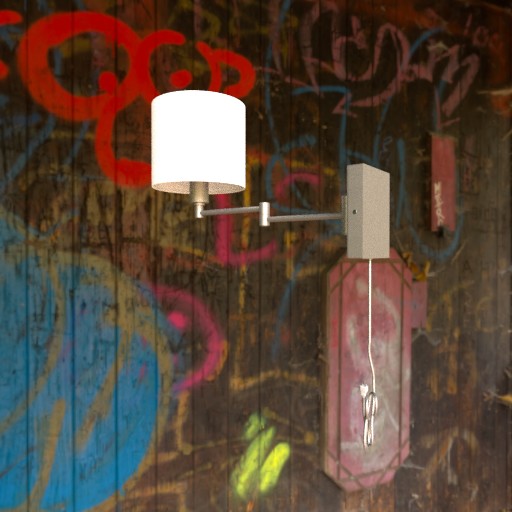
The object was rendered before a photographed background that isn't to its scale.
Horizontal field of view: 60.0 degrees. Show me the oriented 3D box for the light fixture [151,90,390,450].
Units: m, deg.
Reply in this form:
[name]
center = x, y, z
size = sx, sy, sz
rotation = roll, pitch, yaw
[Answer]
[light fixture]
center = 0.000, 0.000, 0.883
size = 0.516, 0.651, 0.203
rotation = 0, 1, 37
